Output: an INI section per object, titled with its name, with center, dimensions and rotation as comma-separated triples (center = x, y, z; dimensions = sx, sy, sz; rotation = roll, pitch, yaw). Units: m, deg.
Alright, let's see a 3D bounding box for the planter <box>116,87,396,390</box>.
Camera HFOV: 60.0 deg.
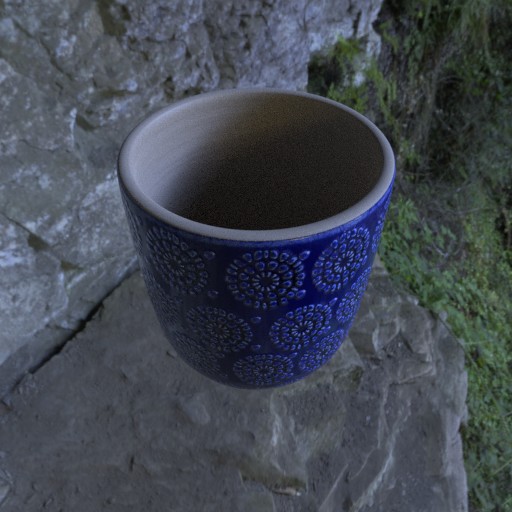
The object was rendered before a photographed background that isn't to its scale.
[planter]
center = 0.000, 0.000, 0.366
dimensions = 0.184, 0.206, 0.184
rotation = 0, 45, 0
